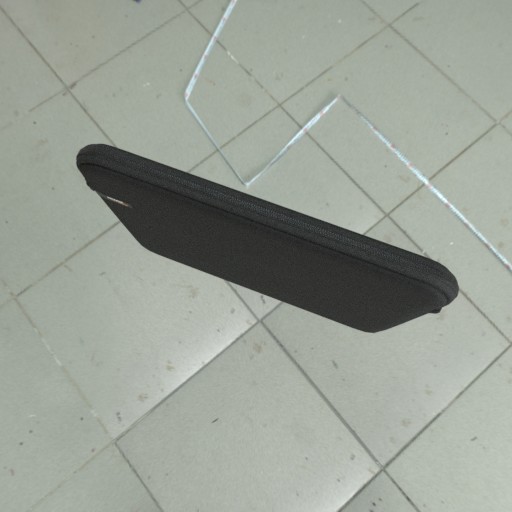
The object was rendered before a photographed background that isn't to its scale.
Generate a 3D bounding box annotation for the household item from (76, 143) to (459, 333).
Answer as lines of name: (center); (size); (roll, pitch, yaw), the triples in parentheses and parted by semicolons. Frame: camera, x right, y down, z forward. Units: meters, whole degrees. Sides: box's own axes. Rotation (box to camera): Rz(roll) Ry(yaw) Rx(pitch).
household item: (0.000, 0.000, 0.532); (0.396, 0.305, 0.030); (20, 75, 6)
